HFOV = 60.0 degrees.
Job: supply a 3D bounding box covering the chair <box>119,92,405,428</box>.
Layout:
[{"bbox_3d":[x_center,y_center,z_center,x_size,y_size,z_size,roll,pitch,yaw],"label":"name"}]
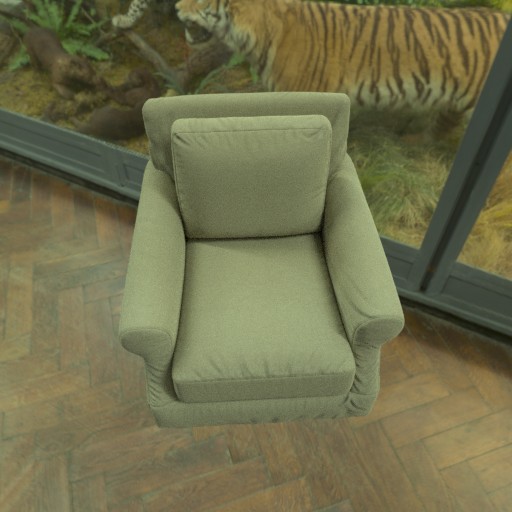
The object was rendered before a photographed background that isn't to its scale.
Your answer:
[{"bbox_3d":[0.000,0.000,1.738,0.940,0.866,1.066,-3,47,-2],"label":"chair"}]
